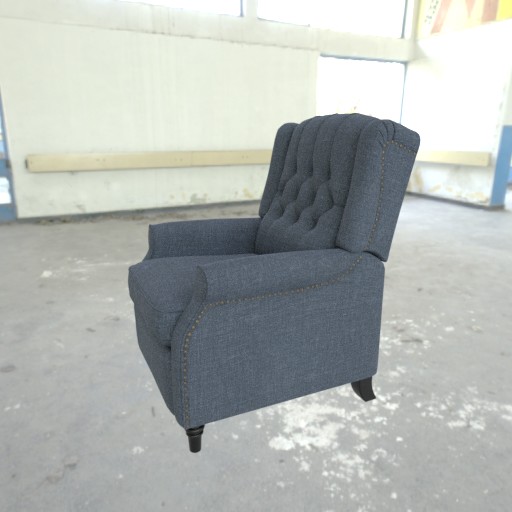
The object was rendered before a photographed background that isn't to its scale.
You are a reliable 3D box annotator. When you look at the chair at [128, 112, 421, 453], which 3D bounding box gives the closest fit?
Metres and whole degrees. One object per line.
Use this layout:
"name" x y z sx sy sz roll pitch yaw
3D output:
"chair" 0.000 0.000 1.669 0.898 1.035 0.742 -7 17 -24
